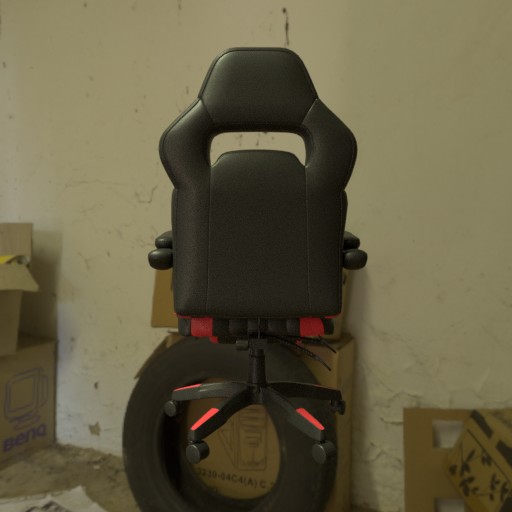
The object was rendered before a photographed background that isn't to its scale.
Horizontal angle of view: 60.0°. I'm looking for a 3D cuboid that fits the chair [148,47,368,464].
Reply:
[{"bbox_3d":[0.000,0.000,1.605,0.700,1.220,0.700,0,1,0],"label":"chair"}]
